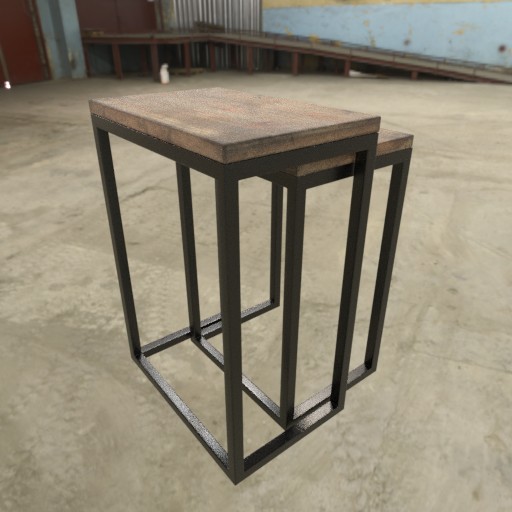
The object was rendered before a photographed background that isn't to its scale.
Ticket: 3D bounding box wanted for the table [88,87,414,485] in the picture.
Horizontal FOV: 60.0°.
[{"bbox_3d":[0.000,0.000,0.931,0.460,0.615,0.456,-19,33,-31],"label":"table"}]
